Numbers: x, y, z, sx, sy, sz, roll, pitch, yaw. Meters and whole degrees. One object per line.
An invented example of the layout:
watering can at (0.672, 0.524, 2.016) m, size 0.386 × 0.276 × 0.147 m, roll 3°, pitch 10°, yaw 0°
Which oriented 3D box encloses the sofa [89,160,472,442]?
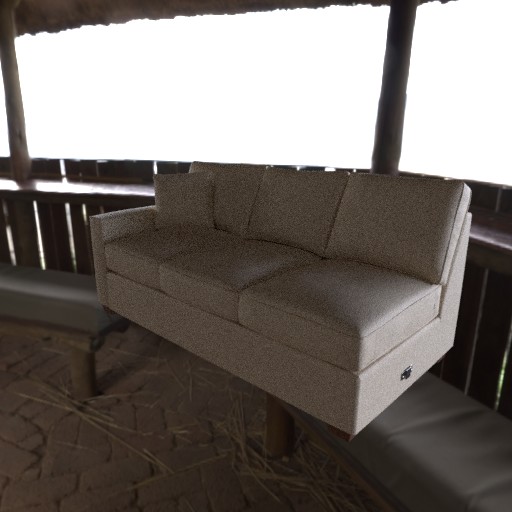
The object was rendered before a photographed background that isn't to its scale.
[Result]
sofa at (0.000, 0.000, 2.504) m, size 1.962 × 0.946 × 1.034 m, roll 15°, pitch 22°, yaw 41°
